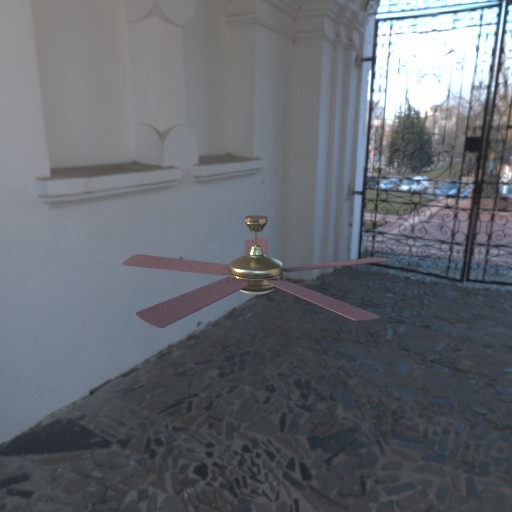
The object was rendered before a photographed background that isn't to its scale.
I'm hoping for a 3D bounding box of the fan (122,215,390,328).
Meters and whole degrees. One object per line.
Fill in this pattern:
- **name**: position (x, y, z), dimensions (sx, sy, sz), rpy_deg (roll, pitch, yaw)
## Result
- **fan**: position (0.000, 0.000, 2.019), dimensions (1.321, 0.356, 1.321), rpy_deg (14, 21, 42)
